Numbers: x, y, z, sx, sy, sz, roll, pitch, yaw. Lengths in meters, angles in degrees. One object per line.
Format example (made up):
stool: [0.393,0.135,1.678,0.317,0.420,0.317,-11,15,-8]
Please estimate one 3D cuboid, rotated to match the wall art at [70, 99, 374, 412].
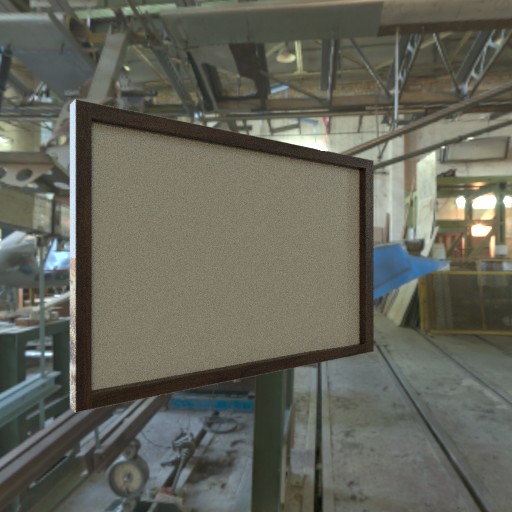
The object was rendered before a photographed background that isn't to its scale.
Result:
wall art: [0.000,0.000,1.439,1.138,0.761,0.051,0,0,-37]
